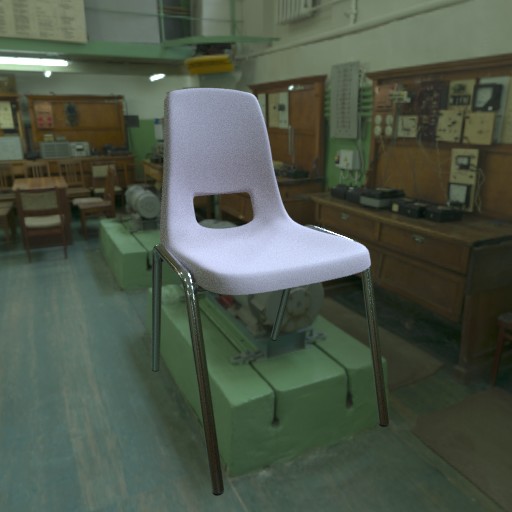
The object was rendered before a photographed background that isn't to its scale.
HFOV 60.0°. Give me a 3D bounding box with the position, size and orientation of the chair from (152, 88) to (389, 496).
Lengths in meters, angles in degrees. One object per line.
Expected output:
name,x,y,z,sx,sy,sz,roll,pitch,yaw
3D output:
chair,0.000,0.000,0.889,0.381,0.653,0.436,-9,19,-27
